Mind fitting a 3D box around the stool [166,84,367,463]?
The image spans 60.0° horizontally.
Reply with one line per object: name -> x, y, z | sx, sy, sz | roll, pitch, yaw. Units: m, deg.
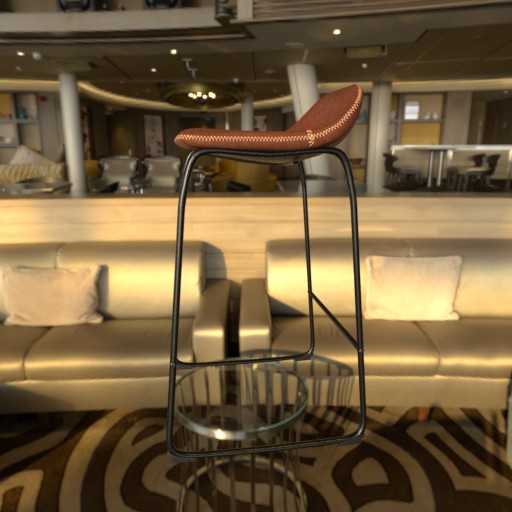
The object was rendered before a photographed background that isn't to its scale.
stool -> 0.000, 0.000, 1.143 | 0.473, 0.830, 0.454 | -2, 14, -9
